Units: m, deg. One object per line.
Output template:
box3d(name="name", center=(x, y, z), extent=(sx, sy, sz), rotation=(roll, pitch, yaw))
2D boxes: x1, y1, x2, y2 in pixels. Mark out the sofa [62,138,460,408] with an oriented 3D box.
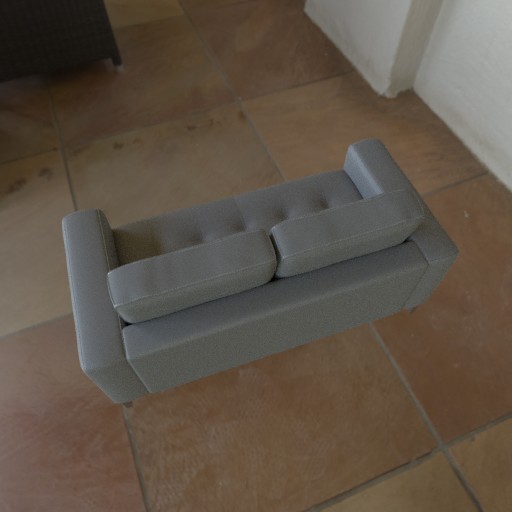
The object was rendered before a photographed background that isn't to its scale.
box3d(name="sofa", center=(0.000, 0.000, 2.216), extent=(1.726, 0.893, 0.833), rotation=(-16, 58, -10))
